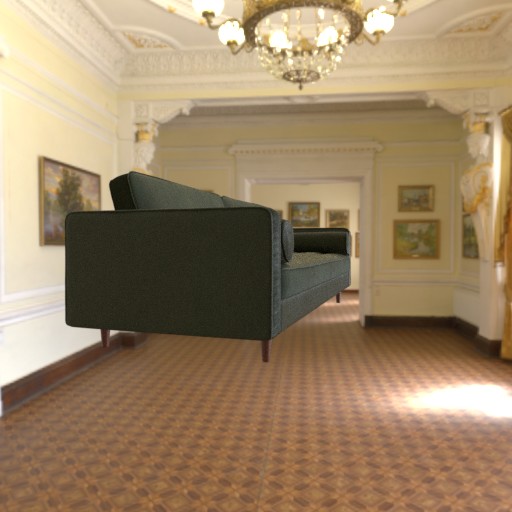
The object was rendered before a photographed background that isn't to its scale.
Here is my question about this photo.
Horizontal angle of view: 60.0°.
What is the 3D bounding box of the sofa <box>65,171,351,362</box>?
[{"bbox_3d":[0.000,0.000,2.700,0.918,0.769,2.199,0,2,19],"label":"sofa"}]
